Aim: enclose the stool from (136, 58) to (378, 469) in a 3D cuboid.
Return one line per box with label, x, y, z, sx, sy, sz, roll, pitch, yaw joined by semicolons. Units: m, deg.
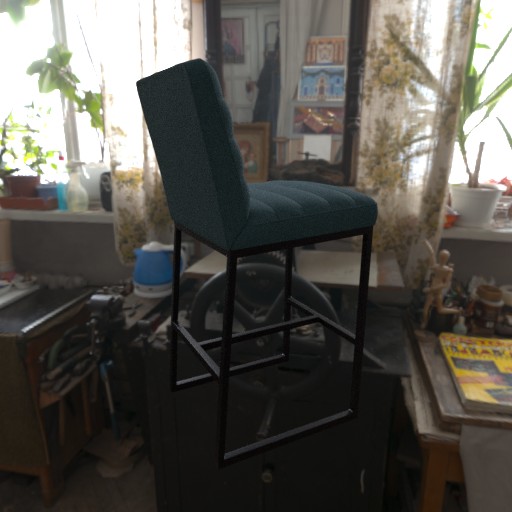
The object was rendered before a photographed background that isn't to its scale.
stool;0.000;0.000;1.355;0.560;1.040;0.460;-8;18;-27
